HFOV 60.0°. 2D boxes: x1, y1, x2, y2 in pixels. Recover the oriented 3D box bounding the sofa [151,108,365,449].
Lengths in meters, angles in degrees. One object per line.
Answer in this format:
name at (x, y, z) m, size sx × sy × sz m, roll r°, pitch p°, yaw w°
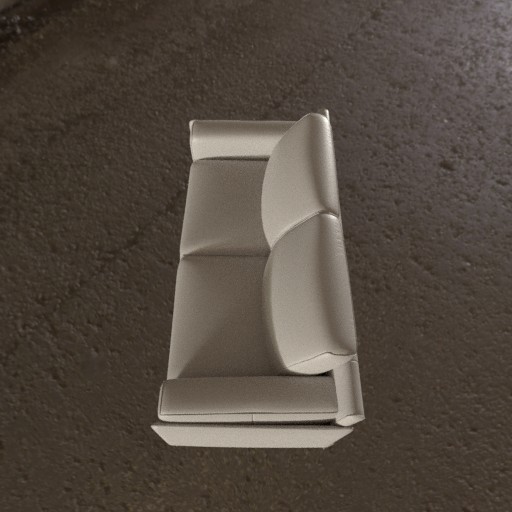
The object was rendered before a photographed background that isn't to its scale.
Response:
sofa at (0.000, 0.000, 2.688) m, size 1.049 × 0.930 × 2.101 m, roll 0°, pitch 58°, yaw 0°
